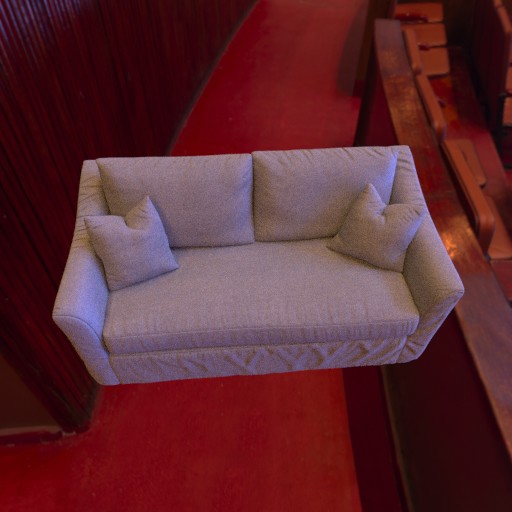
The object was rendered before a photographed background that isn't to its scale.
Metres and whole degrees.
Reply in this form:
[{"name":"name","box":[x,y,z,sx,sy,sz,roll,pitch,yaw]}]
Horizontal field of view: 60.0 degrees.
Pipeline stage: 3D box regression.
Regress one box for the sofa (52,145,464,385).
[{"name":"sofa","box":[0.000,0.000,2.607,2.010,1.018,1.072,-3,47,-3]}]
